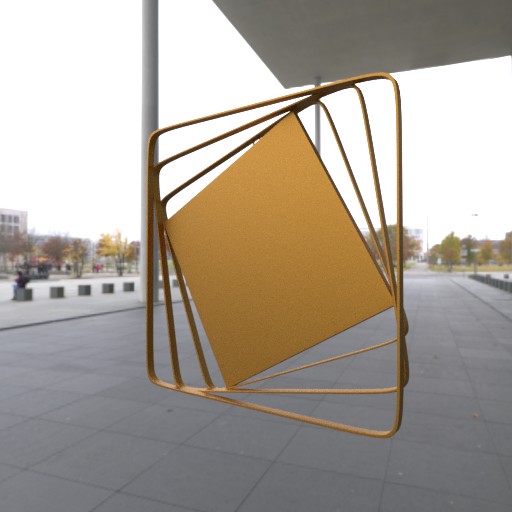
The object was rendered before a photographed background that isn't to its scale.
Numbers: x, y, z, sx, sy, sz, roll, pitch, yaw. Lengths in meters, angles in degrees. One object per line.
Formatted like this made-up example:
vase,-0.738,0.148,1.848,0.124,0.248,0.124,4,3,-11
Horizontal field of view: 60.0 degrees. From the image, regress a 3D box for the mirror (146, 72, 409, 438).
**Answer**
mirror,0.000,0.000,0.695,0.470,0.468,0.045,-1,-1,36
